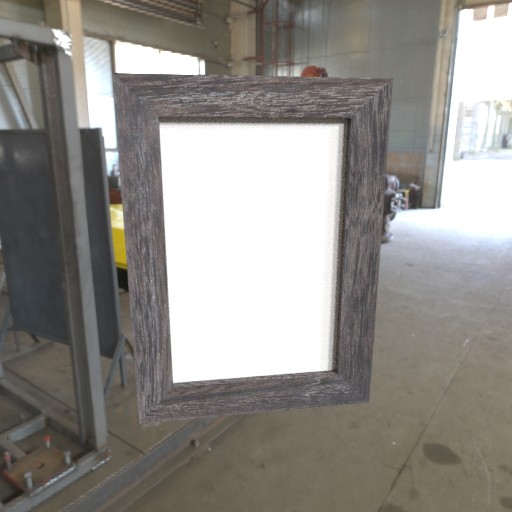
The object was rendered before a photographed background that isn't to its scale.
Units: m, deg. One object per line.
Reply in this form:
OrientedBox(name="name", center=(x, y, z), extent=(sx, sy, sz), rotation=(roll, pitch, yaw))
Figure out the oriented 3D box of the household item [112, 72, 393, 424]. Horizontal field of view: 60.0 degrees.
OrientedBox(name="household item", center=(0.000, 0.000, 0.240), extent=(0.133, 0.180, 0.020), rotation=(-2, 15, -9))
